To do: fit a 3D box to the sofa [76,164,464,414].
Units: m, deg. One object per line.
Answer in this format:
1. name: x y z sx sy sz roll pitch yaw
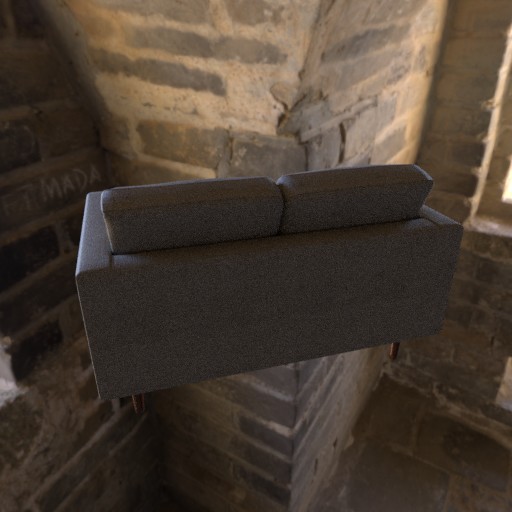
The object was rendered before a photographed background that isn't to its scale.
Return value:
1. sofa: 0.000 0.000 2.173 1.527 0.973 0.969 -7 27 -15
